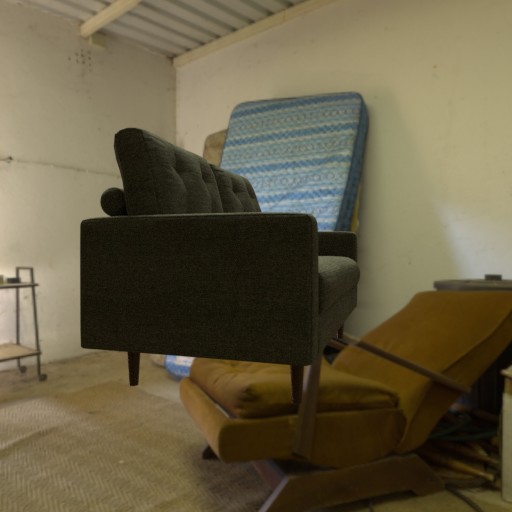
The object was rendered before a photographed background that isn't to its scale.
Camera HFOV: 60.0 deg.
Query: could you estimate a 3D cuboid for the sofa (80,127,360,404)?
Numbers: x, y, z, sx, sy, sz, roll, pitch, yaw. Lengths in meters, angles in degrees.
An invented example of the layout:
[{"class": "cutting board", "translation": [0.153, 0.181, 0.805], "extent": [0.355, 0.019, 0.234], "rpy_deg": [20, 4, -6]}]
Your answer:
[{"class": "sofa", "translation": [0.000, 0.000, 2.007], "extent": [0.842, 0.907, 1.407], "rpy_deg": [0, 1, 18]}]
